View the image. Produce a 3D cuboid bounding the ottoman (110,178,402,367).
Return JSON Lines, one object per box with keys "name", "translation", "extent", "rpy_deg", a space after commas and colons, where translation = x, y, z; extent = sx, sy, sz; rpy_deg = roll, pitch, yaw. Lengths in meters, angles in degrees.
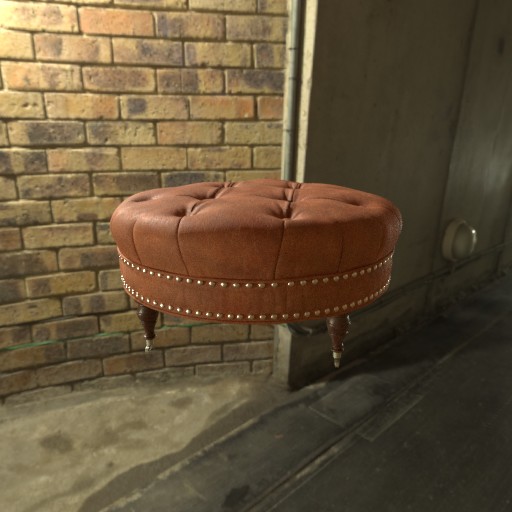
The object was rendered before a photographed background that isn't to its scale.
{"name": "ottoman", "translation": [0.000, 0.000, 1.446], "extent": [0.901, 0.444, 0.901], "rpy_deg": [0, 16, 0]}
